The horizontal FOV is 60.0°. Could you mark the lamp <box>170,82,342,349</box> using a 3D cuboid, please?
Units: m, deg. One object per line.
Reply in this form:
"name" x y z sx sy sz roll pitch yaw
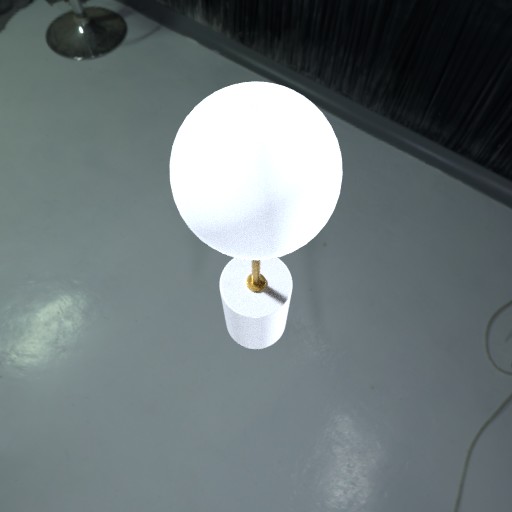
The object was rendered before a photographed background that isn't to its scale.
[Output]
"lamp" 0.000 0.000 0.545 0.153 0.480 0.153 0 63 0
